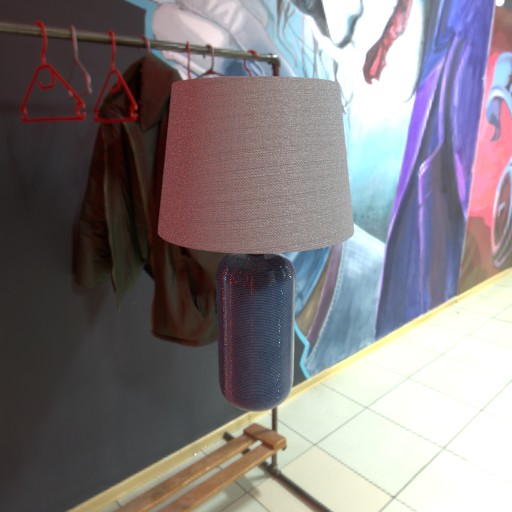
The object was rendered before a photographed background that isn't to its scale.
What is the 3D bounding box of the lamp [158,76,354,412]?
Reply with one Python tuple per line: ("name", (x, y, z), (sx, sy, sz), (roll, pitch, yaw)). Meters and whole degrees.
("lamp", (0.000, 0.000, 0.593), (0.253, 0.428, 0.253), (0, 16, 0))
